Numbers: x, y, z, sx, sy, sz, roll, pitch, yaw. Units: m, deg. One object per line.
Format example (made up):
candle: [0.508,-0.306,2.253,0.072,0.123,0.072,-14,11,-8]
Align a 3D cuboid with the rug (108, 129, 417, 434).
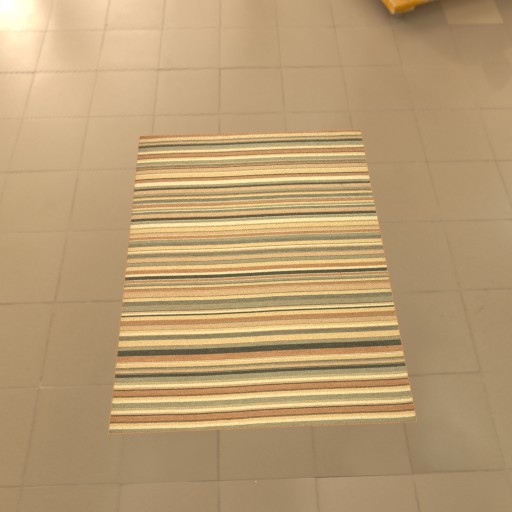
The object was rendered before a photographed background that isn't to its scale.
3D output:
rug: [0.000,0.000,4.177,2.436,0.011,3.045,-2,63,-1]
